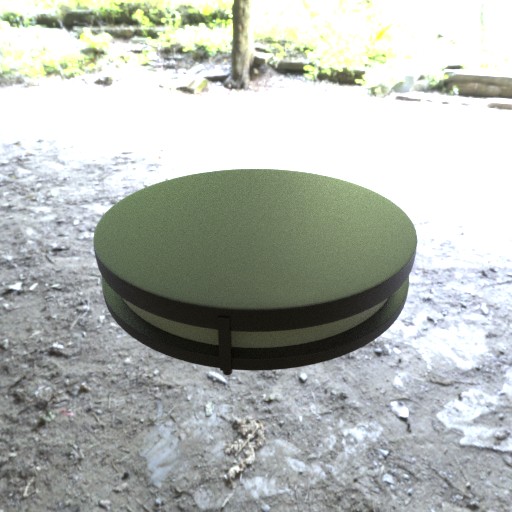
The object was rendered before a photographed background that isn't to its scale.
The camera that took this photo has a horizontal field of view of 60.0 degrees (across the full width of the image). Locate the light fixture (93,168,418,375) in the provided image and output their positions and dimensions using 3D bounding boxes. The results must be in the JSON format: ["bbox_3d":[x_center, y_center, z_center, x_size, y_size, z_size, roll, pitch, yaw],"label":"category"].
[{"bbox_3d":[0.000,0.000,0.532,0.356,0.102,0.356,0,29,0],"label":"light fixture"}]
